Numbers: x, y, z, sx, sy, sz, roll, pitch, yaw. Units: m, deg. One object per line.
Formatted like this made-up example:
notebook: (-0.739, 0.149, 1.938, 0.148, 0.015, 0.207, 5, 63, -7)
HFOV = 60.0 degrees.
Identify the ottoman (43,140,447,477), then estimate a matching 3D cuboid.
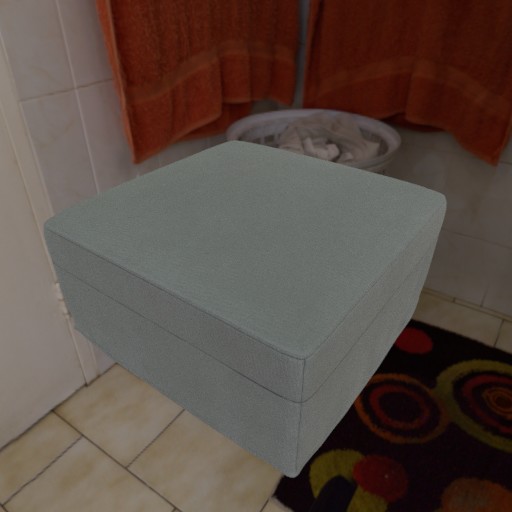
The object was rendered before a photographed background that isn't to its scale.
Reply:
ottoman: (0.000, 0.000, 1.324, 0.843, 0.441, 0.842, 22, 40, 30)
